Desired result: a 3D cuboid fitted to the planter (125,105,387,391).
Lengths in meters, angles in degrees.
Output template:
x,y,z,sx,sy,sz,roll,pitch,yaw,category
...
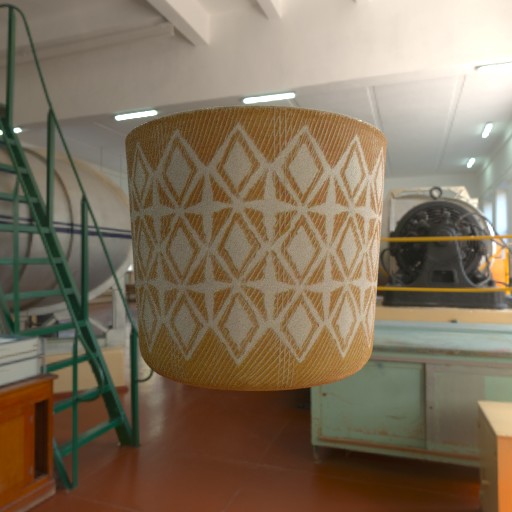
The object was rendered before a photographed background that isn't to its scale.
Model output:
x,y,z,sx,sy,sz,roll,pitch,yaw,category
0.000,0.000,0.340,0.193,0.165,0.193,0,-1,0,planter
